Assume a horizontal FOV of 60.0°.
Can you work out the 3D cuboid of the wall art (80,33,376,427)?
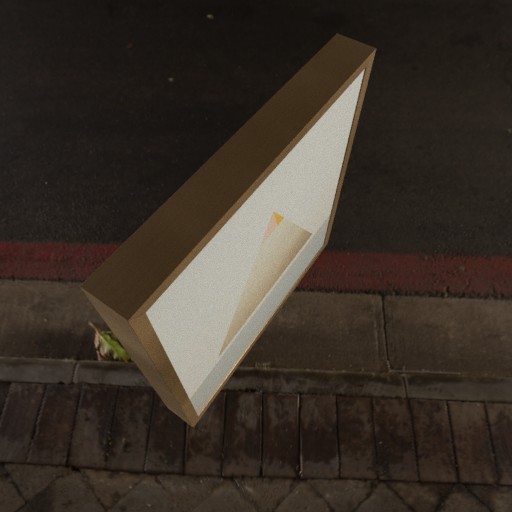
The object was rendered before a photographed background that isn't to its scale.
[{"bbox_3d":[0.000,0.000,0.446,0.038,0.303,0.305,31,63,17],"label":"wall art"}]
